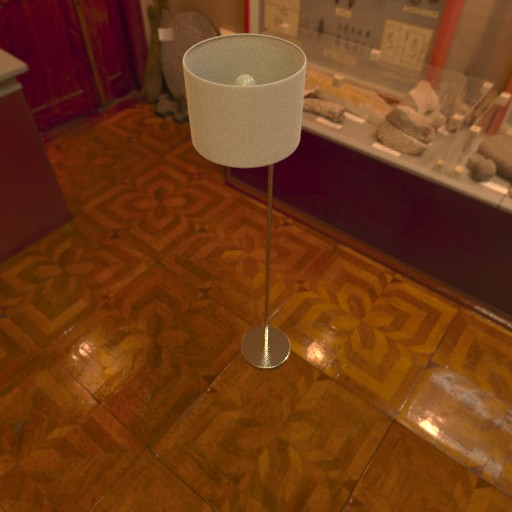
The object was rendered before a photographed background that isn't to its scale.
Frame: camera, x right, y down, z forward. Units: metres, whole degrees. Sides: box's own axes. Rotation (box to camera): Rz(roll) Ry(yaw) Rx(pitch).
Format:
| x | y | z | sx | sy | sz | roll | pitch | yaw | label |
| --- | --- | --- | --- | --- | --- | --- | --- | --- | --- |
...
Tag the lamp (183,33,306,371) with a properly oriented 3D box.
| x | y | z | sx | sy | sz | roll | pitch | yaw | label |
| --- | --- | --- | --- | --- | --- | --- | --- | --- | --- |
| 0.000 | 0.000 | 1.769 | 0.324 | 1.600 | 0.416 | 32 | 55 | 26 | lamp |
